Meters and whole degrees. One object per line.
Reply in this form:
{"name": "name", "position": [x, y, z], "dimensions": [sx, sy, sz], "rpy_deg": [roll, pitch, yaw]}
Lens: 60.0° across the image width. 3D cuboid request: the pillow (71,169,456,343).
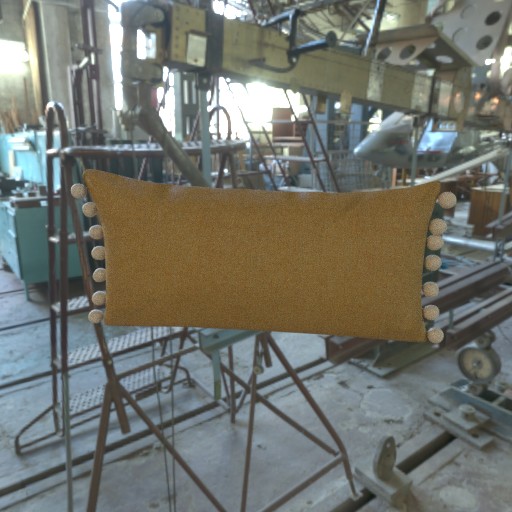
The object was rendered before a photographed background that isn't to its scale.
{"name": "pillow", "position": [0.000, 0.000, 0.848], "dimensions": [0.709, 0.322, 0.201], "rpy_deg": [2, 15, 8]}
